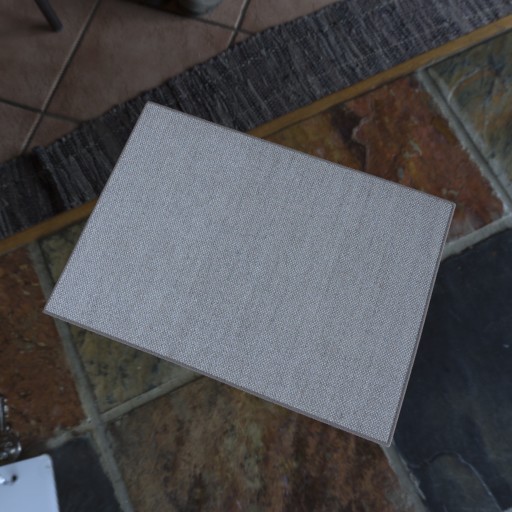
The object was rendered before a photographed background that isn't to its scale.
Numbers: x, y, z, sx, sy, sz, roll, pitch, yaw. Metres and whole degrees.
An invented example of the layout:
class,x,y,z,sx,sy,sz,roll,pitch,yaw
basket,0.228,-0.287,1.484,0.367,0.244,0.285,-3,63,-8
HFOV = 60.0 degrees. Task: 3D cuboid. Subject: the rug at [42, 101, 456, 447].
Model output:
class,x,y,z,sx,sy,sz,roll,pitch,yaw
rug,0.000,0.000,2.683,2.115,0.013,1.517,20,76,5
